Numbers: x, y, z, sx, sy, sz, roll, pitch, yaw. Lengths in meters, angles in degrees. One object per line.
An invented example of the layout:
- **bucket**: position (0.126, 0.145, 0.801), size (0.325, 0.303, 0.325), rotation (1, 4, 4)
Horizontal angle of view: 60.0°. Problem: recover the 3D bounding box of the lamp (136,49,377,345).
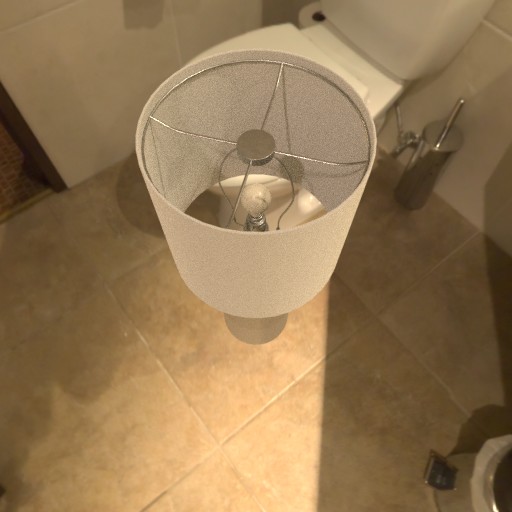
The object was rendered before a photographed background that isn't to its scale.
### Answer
- **lamp**: position (0.000, 0.000, 0.611), size (0.212, 0.493, 0.212), rotation (13, 64, 7)
